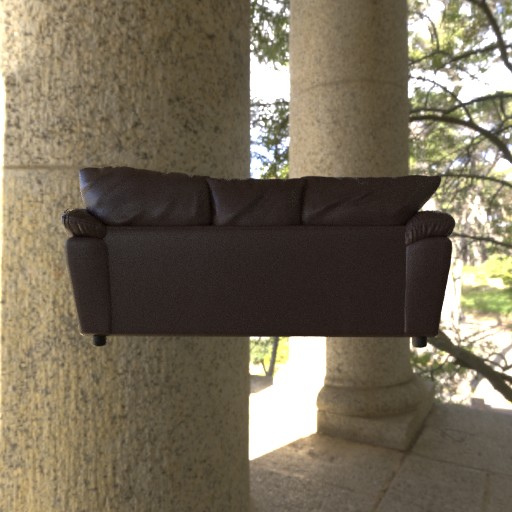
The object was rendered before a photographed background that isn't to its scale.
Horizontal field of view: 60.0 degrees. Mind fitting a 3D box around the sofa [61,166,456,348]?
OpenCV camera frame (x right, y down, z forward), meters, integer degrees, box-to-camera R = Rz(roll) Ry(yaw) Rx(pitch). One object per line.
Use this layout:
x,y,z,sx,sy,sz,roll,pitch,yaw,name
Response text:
0.000,0.000,2.941,2.390,1.091,0.907,0,0,1,sofa
